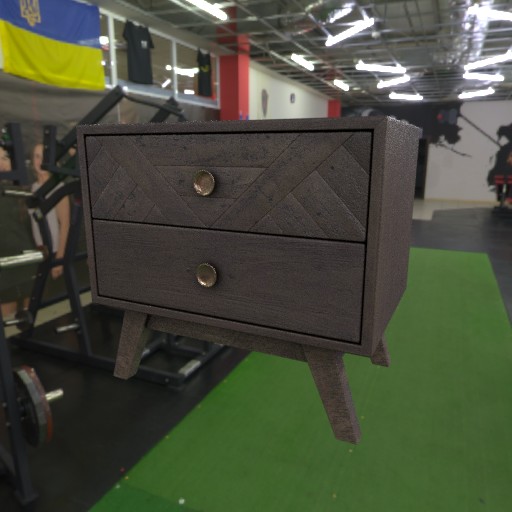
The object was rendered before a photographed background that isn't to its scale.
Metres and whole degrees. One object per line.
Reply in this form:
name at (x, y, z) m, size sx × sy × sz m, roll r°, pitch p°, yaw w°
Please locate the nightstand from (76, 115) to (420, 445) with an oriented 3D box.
nightstand at (0.000, 0.000, 1.067) m, size 0.650 × 0.599 × 0.450 m, roll 6°, pitch 15°, yaw 25°
